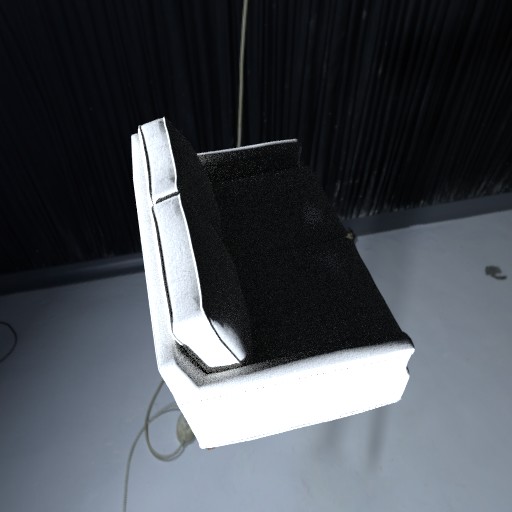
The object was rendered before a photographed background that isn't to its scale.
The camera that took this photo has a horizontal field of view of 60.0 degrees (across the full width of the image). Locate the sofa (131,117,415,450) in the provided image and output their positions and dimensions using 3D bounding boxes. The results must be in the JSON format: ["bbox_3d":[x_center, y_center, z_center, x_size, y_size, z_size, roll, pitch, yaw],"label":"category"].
[{"bbox_3d":[0.000,0.000,2.331,1.084,1.003,1.597,-11,48,-10],"label":"sofa"}]
